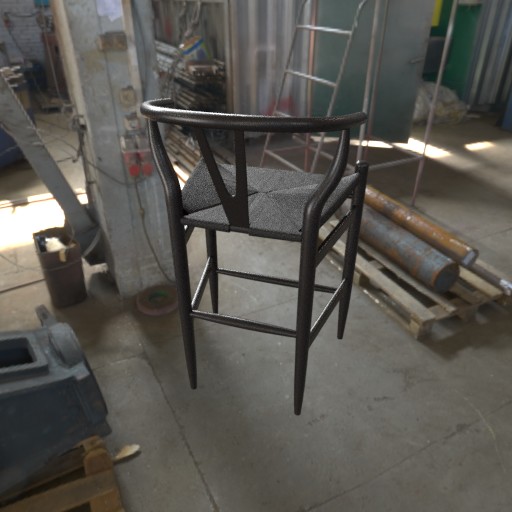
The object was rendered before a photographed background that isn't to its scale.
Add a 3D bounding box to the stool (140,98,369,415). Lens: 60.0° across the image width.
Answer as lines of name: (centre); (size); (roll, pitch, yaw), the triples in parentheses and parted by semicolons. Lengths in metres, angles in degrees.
stool: (0.000, 0.000, 1.344); (0.569, 0.970, 0.579); (9, 32, 15)
